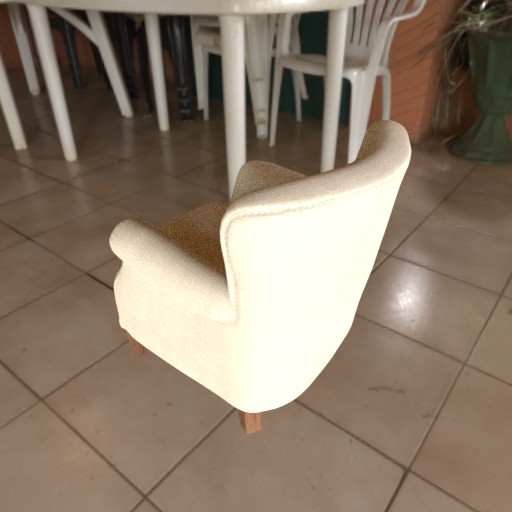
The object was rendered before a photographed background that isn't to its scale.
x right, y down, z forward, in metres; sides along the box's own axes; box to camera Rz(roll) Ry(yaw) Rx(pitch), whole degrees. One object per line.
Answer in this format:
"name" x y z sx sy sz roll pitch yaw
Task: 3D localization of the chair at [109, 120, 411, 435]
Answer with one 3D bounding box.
"chair" 0.000 0.000 1.629 0.921 0.936 0.861 22 39 30
